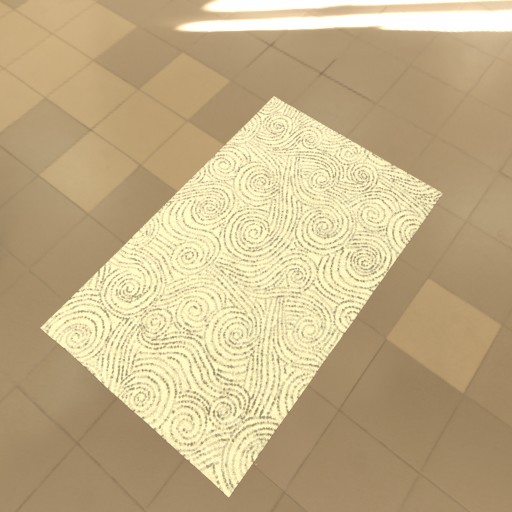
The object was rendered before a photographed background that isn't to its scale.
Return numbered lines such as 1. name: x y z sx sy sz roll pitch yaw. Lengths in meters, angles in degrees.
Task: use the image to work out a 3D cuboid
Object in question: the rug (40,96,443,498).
1. rug: 0.000 0.000 2.975 1.524 0.005 2.439 35 70 15
